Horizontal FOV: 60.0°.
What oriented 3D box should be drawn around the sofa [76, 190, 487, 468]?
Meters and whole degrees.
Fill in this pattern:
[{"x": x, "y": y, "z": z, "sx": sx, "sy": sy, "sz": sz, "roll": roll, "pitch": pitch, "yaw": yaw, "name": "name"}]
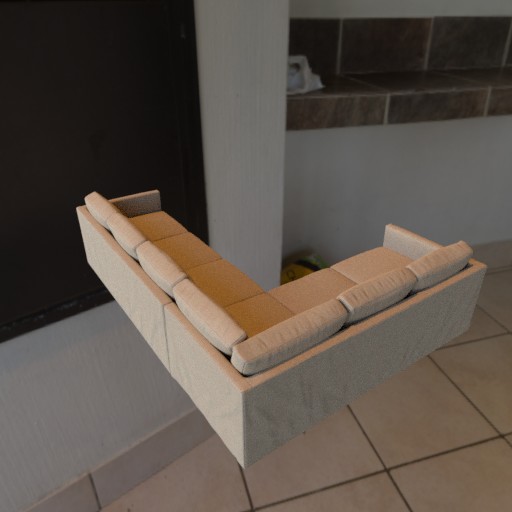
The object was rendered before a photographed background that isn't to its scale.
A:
[{"x": 0.000, "y": 0.000, "z": 4.272, "sx": 2.432, "sy": 0.871, "sz": 3.182, "roll": -19, "pitch": 34, "yaw": -30, "name": "sofa"}]
